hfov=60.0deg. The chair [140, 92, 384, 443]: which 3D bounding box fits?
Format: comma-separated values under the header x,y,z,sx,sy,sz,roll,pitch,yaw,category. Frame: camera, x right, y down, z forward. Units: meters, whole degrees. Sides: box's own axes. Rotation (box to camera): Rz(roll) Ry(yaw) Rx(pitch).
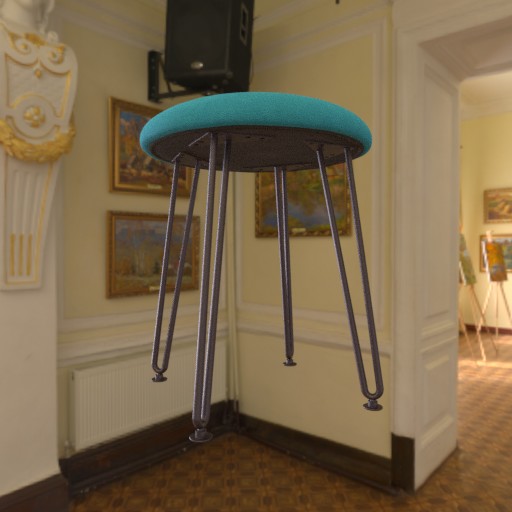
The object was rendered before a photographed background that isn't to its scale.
x,y,z,sx,sy,sz,roll,pitch,yaw,category
0.000,0.000,0.693,0.350,0.430,0.350,-1,1,-35,chair
